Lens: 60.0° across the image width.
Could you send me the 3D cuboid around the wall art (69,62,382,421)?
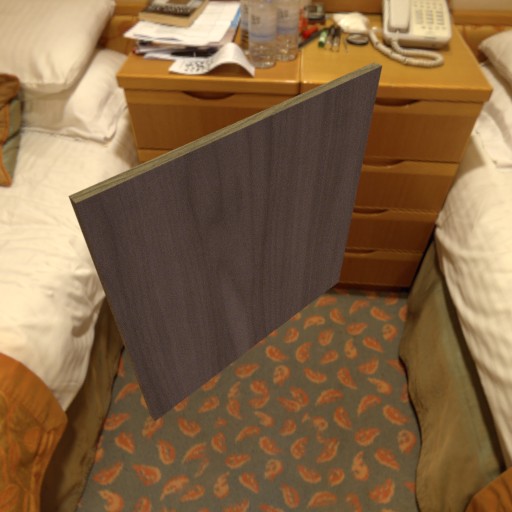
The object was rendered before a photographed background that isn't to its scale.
[{"bbox_3d":[0.000,0.000,0.751,0.508,0.507,0.016,-32,54,-28],"label":"wall art"}]
